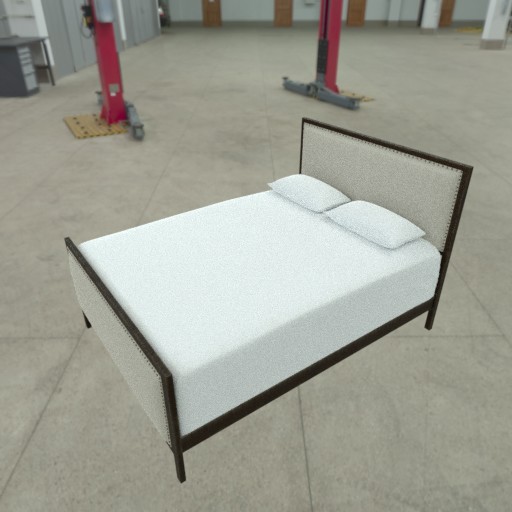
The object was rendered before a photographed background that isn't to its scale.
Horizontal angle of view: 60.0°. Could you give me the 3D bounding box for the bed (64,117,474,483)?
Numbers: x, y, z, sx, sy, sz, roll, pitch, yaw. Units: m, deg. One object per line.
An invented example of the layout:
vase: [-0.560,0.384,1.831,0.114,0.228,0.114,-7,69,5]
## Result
bed: [0.000,0.000,3.124,2.221,1.313,1.607,-20,36,-30]
